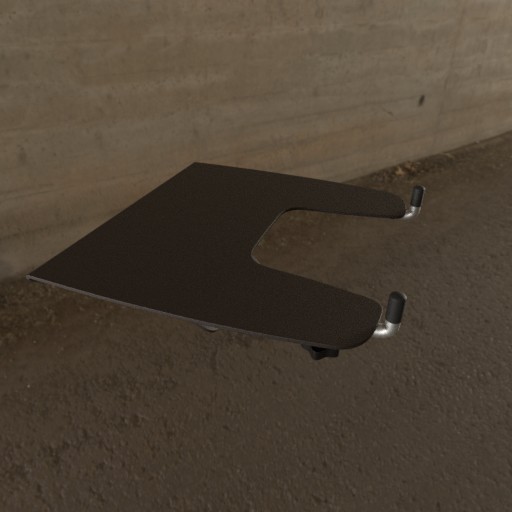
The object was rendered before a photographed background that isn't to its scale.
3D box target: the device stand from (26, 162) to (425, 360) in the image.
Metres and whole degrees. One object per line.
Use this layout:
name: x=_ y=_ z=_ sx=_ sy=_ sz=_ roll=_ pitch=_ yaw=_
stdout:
device stand: x=0.000 y=0.000 z=0.352 sx=0.230 sy=0.092 sz=0.230 roll=12 pitch=33 yaw=18
